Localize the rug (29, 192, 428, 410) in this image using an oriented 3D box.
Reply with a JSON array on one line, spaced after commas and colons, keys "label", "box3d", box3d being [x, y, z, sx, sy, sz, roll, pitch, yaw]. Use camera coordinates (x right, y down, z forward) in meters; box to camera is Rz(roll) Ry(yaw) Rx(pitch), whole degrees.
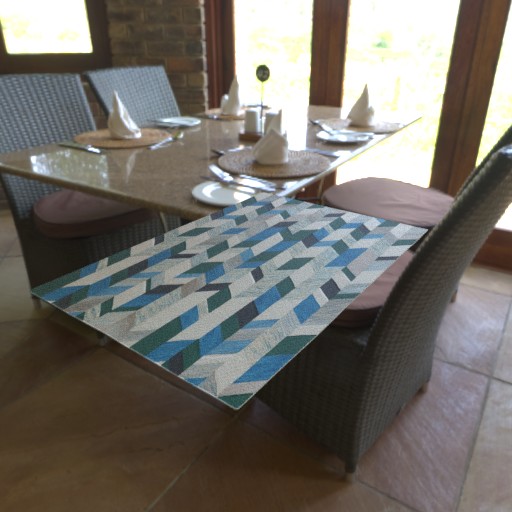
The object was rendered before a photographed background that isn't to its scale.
[{"label": "rug", "box3d": [0.000, 0.000, 2.343, 1.229, 0.005, 1.827, 18, 31, 33]}]
